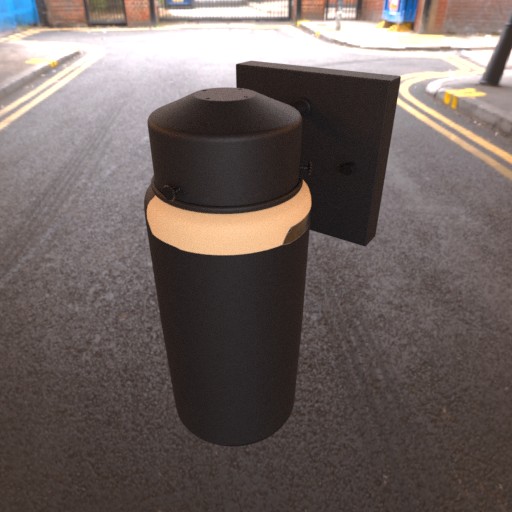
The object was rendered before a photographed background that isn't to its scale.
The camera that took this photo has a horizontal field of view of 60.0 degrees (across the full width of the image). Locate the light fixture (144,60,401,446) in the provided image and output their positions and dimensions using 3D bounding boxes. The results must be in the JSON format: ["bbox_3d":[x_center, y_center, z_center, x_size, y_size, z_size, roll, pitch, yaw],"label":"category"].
[{"bbox_3d":[0.000,0.000,0.350,0.130,0.257,0.176,20,37,29],"label":"light fixture"}]
